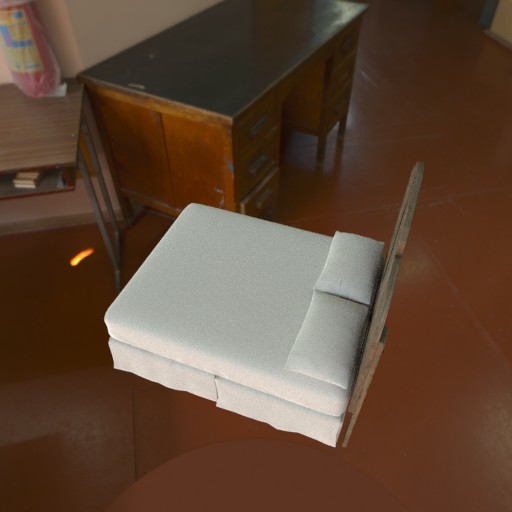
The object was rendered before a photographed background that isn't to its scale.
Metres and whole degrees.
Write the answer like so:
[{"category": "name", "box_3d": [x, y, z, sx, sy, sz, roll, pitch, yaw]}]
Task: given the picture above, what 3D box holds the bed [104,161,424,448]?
[{"category": "bed", "box_3d": [0.000, 0.000, 3.532, 2.138, 2.019, 1.713, 15, 48, 14]}]
